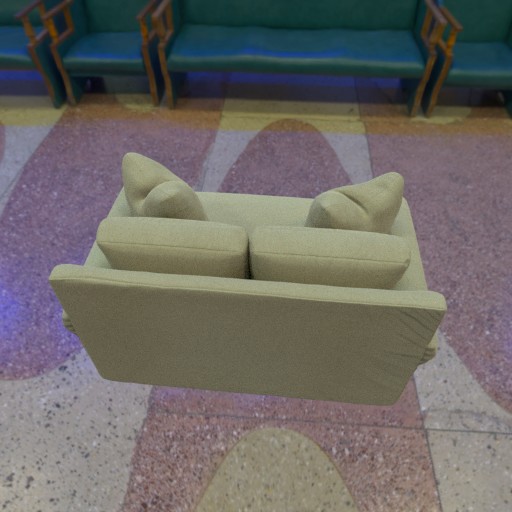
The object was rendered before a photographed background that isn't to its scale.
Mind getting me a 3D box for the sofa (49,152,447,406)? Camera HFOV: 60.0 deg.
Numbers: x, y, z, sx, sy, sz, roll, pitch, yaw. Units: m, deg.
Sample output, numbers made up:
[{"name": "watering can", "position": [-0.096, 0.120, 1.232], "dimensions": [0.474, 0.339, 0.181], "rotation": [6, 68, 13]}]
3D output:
[{"name": "sofa", "position": [0.000, 0.000, 2.173], "dimensions": [1.550, 0.905, 1.070], "rotation": [4, 48, 4]}]
